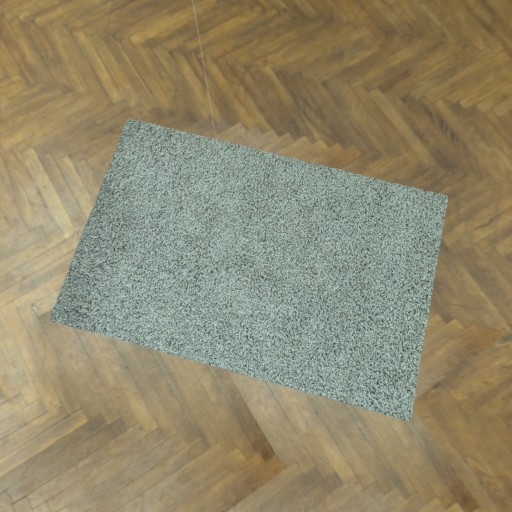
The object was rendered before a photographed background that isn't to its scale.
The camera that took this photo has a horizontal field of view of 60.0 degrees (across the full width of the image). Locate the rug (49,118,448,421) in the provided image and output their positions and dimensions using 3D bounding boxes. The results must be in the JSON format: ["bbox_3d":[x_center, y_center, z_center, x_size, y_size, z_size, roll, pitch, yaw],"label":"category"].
[{"bbox_3d":[0.000,0.000,3.452,2.743,0.030,1.778,15,76,4],"label":"rug"}]
